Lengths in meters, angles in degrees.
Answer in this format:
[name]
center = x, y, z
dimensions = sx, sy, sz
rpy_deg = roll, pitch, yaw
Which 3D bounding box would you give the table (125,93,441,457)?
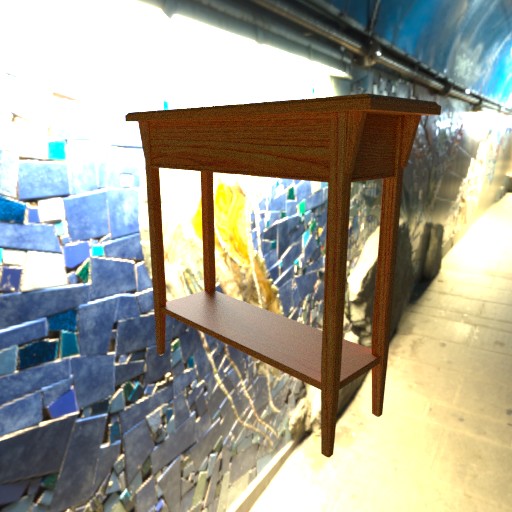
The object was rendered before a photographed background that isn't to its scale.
[table]
center = 0.000, 0.000, 1.121
dimensions = 0.254, 0.711, 0.762
rpy_deg = -14, 21, -43
